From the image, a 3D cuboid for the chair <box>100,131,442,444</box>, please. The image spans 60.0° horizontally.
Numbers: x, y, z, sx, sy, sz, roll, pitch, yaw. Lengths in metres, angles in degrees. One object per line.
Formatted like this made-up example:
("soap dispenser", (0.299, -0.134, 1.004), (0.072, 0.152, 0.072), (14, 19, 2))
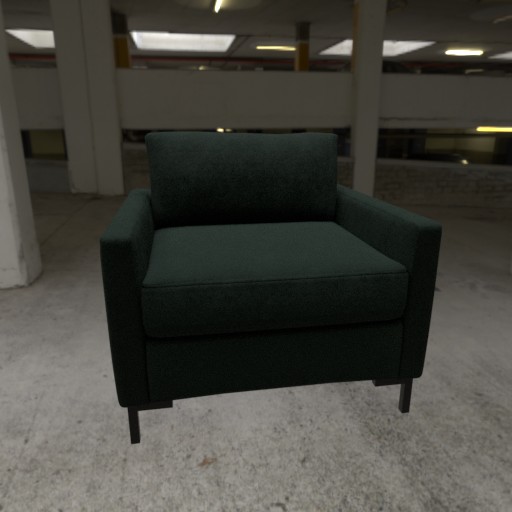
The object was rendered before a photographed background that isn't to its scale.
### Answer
("chair", (0.000, 0.000, 1.612), (0.963, 0.861, 0.866), (-3, 17, -9))
